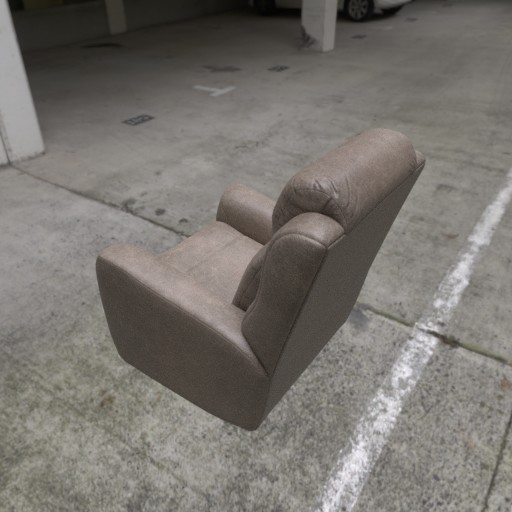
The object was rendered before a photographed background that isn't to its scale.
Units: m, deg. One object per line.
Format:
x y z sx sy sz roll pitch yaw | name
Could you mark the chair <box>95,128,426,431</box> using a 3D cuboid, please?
0.000 0.000 1.927 1.068 1.116 0.967 21 37 29 | chair
